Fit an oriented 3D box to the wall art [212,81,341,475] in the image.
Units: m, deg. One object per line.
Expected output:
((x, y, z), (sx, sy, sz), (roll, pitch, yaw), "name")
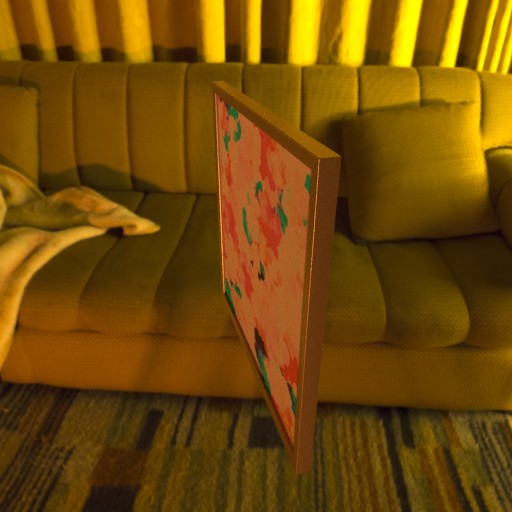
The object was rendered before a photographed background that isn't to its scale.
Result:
((0.000, 0.000, 1.178), (0.036, 0.765, 0.767), (-9, 31, -15), "wall art")
